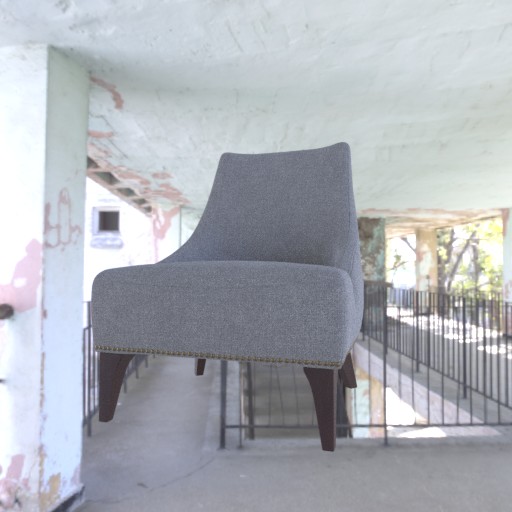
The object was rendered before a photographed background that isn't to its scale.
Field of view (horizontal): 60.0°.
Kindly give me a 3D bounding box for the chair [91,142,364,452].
[{"bbox_3d":[0.000,0.000,1.481,0.701,0.909,0.861,-1,-2,18],"label":"chair"}]
